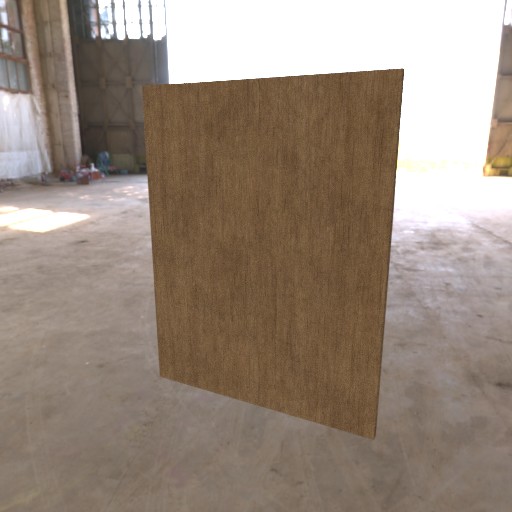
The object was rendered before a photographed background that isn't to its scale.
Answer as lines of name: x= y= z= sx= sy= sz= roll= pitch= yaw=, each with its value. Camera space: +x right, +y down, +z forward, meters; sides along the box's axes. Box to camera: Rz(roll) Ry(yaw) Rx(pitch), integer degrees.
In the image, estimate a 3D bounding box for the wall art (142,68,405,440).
wall art: x=0.000 y=0.000 z=0.915 sx=0.534 sy=0.686 sz=0.018 roll=7 pitch=16 yaw=26
